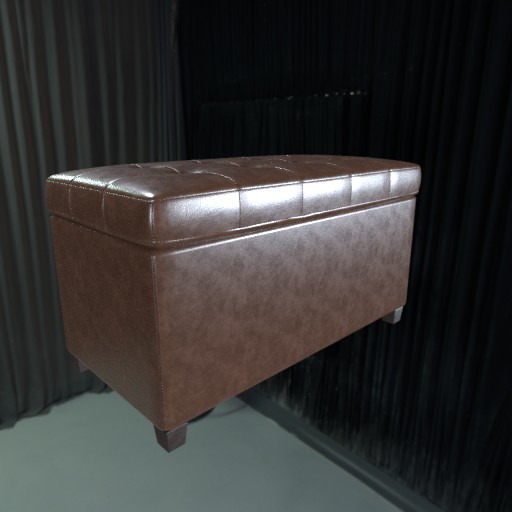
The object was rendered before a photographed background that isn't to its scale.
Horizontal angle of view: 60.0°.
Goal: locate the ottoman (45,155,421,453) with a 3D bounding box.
[{"bbox_3d":[0.000,0.000,1.111,0.838,0.470,0.432,-15,22,-42],"label":"ottoman"}]
